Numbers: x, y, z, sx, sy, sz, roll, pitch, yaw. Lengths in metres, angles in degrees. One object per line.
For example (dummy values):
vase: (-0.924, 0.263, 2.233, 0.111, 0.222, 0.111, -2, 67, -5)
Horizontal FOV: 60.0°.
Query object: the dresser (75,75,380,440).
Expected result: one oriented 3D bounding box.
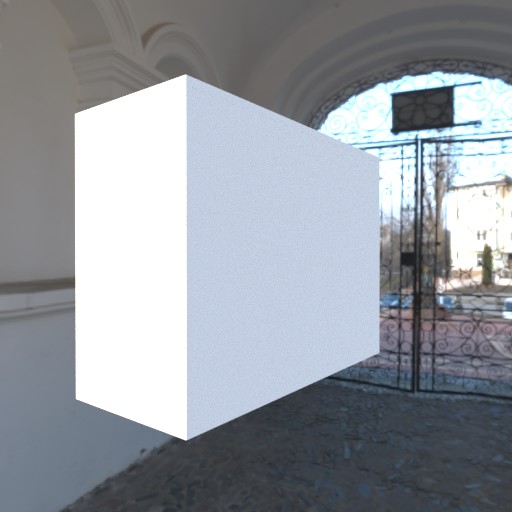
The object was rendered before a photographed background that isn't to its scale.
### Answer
dresser: (0.000, 0.000, 1.568, 0.460, 0.820, 1.100, 0, 1, 38)
